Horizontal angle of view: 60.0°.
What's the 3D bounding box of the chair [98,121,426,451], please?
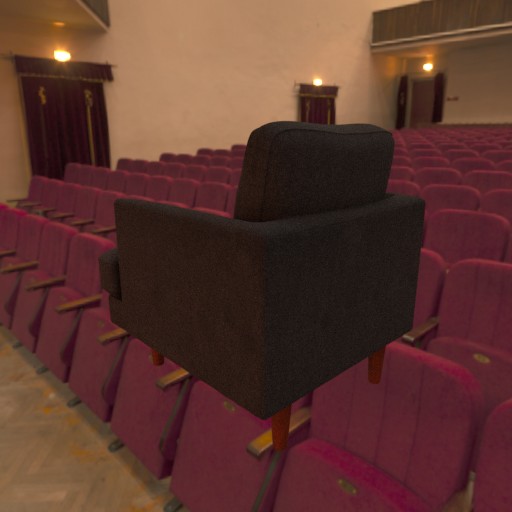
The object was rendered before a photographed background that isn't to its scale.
[{"bbox_3d":[0.000,0.000,1.661,0.858,0.957,0.899,-15,22,-42],"label":"chair"}]
